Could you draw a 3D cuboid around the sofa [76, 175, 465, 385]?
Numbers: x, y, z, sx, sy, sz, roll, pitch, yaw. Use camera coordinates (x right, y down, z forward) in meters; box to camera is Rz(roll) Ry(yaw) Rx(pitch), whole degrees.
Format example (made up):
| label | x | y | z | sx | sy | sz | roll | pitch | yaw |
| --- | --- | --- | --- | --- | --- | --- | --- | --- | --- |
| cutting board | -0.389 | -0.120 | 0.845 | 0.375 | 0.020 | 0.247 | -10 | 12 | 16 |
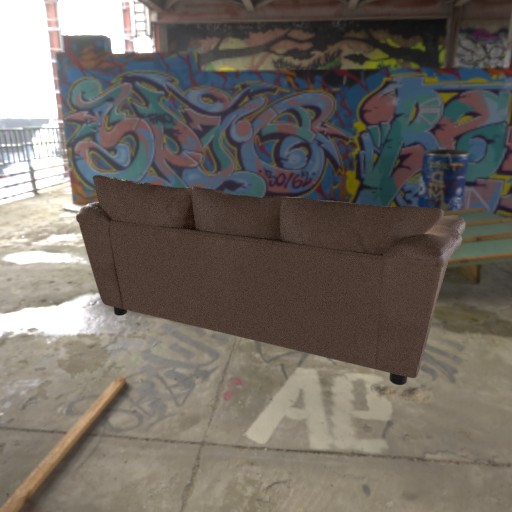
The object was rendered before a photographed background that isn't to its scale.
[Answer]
| label | x | y | z | sx | sy | sz | roll | pitch | yaw |
| --- | --- | --- | --- | --- | --- | --- | --- | --- | --- |
| sofa | 0.000 | 0.000 | 2.863 | 2.377 | 0.981 | 0.893 | 8 | 19 | 25 |
